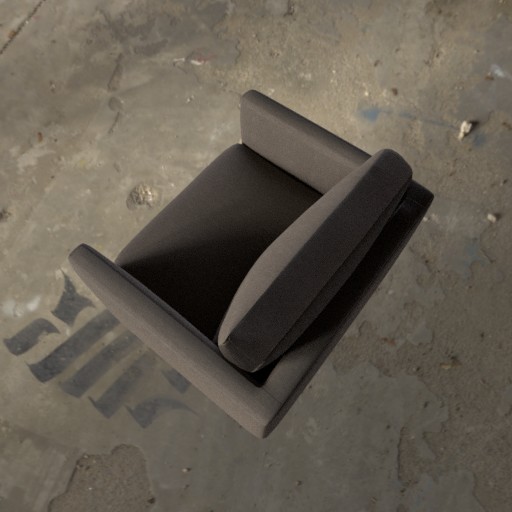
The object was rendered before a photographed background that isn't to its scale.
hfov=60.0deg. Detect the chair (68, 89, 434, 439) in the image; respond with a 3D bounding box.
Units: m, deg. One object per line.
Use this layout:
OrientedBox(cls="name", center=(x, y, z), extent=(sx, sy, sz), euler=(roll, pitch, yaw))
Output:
OrientedBox(cls="chair", center=(0.000, 0.000, 1.889), extent=(0.959, 0.963, 1.107), euler=(35, 69, 16))
